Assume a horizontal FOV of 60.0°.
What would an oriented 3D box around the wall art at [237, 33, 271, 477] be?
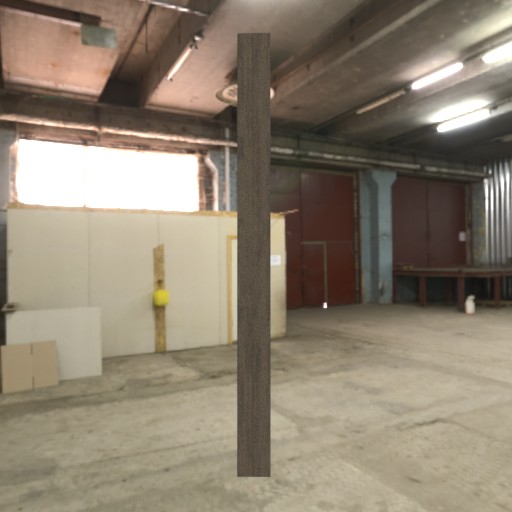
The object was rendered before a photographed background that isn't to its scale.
[{"bbox_3d":[0.000,0.000,0.761,0.038,0.508,0.508,0,-1,1],"label":"wall art"}]
